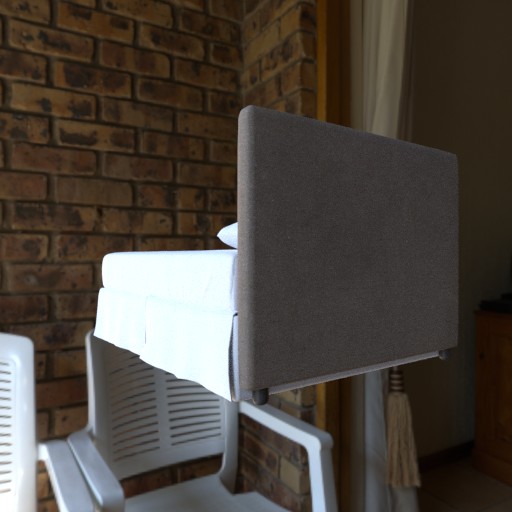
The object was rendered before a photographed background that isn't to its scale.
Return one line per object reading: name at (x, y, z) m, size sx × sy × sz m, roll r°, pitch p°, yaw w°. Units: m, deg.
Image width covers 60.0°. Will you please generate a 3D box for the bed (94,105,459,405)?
bed at (0.000, 0.000, 3.204) m, size 1.723 × 1.330 × 2.142 m, roll 0°, pitch 0°, yaw -36°
